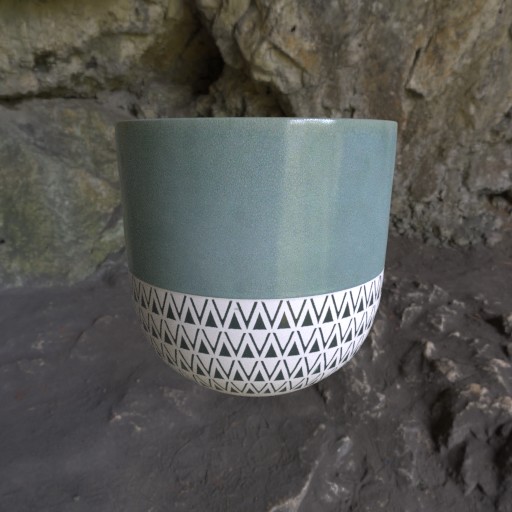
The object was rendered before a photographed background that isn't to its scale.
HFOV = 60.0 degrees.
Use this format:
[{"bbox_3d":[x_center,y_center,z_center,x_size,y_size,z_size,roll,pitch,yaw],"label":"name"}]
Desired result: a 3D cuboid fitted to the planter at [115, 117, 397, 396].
[{"bbox_3d":[0.000,0.000,0.470,0.266,0.270,0.266,0,15,0],"label":"planter"}]
